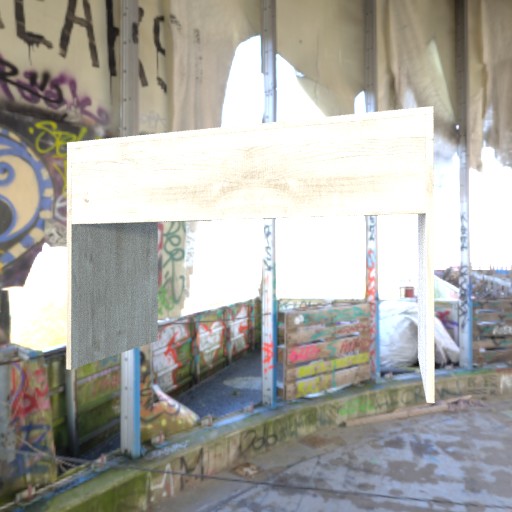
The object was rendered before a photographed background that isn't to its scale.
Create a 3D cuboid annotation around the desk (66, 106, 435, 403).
[{"bbox_3d":[0.000,0.000,1.523,1.100,0.730,0.560,0,-1,18],"label":"desk"}]
